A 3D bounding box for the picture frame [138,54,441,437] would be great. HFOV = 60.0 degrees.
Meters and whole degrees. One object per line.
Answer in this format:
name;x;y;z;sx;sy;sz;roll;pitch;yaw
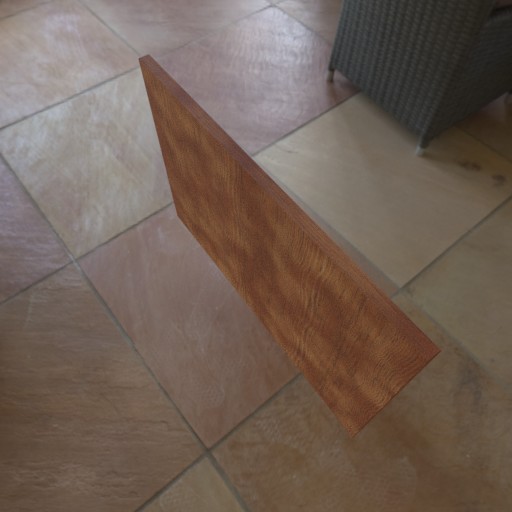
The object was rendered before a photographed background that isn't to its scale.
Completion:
picture frame;0.000;0.000;1.166;0.029;0.640;0.950;-32;63;-18
